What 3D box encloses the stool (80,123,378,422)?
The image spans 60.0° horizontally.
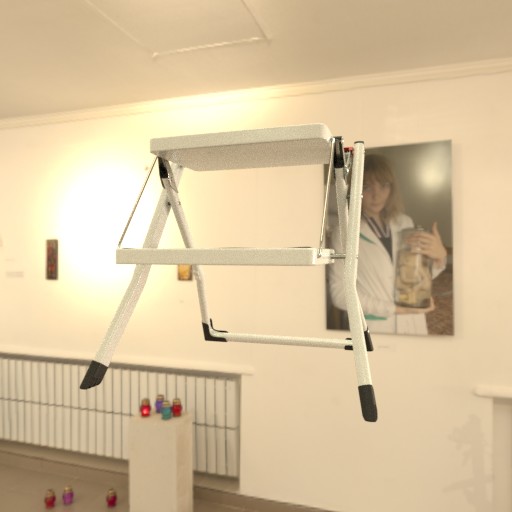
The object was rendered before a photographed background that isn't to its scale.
[{"bbox_3d":[0.000,0.000,0.879,0.485,0.445,0.490,0,0,18],"label":"stool"}]
